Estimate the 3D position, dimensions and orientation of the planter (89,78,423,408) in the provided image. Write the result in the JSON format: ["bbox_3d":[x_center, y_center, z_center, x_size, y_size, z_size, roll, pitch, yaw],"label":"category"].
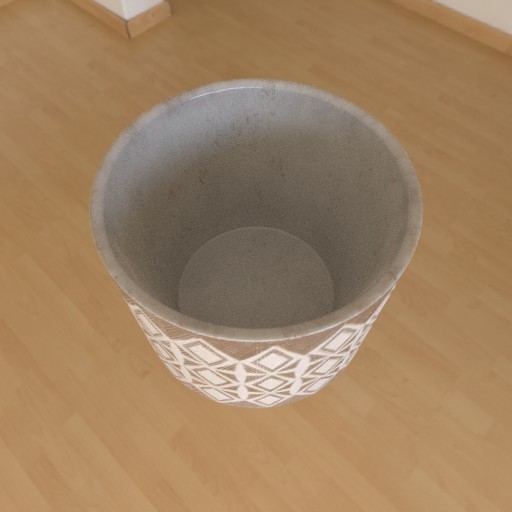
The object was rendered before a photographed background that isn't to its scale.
[{"bbox_3d":[0.000,0.000,0.331,0.193,0.165,0.193,0,59,0],"label":"planter"}]
